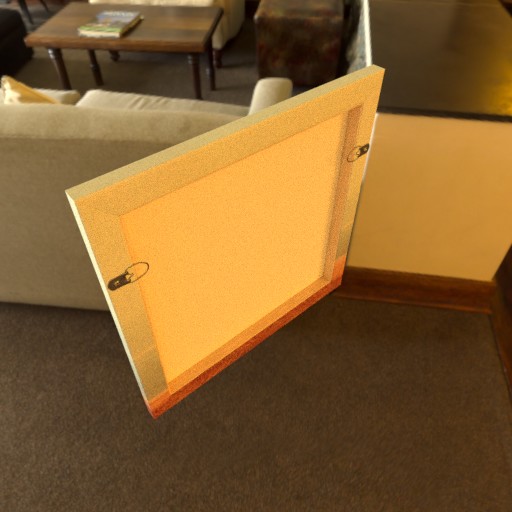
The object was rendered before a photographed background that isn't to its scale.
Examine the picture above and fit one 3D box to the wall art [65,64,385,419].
[{"bbox_3d":[0.000,0.000,0.901,0.605,0.605,0.034,-31,53,-27],"label":"wall art"}]
